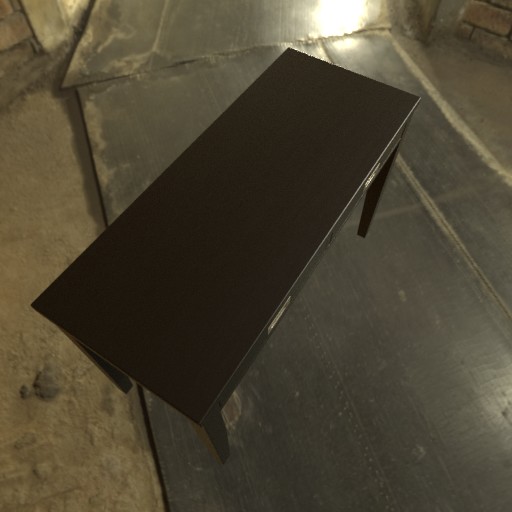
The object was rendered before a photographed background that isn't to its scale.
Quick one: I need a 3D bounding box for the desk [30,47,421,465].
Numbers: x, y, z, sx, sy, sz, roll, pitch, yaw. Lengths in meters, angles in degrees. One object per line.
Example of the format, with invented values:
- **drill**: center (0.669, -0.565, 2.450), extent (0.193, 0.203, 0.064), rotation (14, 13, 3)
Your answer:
- **desk**: center (0.000, 0.000, 1.589), extent (0.508, 0.775, 1.220), rotation (29, 63, 16)
